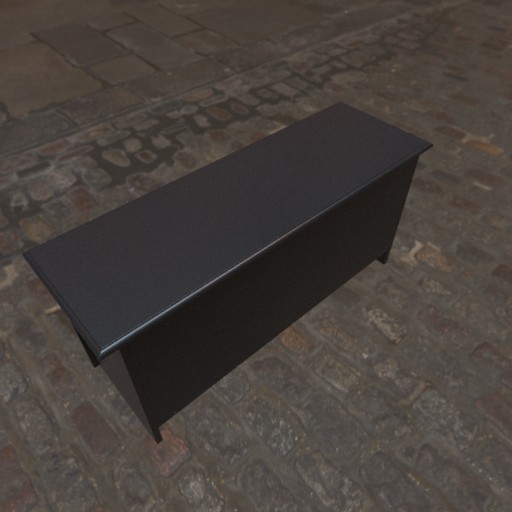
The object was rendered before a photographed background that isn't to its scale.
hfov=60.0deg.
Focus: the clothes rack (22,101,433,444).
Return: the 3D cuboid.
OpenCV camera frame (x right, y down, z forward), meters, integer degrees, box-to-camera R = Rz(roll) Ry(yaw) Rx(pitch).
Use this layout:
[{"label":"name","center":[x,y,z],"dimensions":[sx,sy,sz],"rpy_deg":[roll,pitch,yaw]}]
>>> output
[{"label":"clothes rack","center":[0.000,0.000,1.485],"dimensions":[1.219,0.556,0.406],"rpy_deg":[-33,54,-28]}]
